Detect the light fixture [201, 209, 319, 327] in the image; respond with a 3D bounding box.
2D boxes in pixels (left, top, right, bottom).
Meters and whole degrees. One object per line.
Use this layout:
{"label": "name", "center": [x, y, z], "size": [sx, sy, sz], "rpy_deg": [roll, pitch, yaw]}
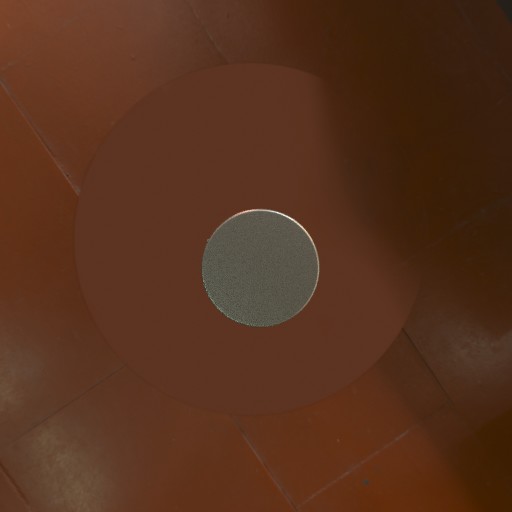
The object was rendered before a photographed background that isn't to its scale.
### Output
{"label": "light fixture", "center": [0.000, 0.000, 0.821], "size": [0.153, 0.760, 0.153], "rpy_deg": [0, 92, -1]}
